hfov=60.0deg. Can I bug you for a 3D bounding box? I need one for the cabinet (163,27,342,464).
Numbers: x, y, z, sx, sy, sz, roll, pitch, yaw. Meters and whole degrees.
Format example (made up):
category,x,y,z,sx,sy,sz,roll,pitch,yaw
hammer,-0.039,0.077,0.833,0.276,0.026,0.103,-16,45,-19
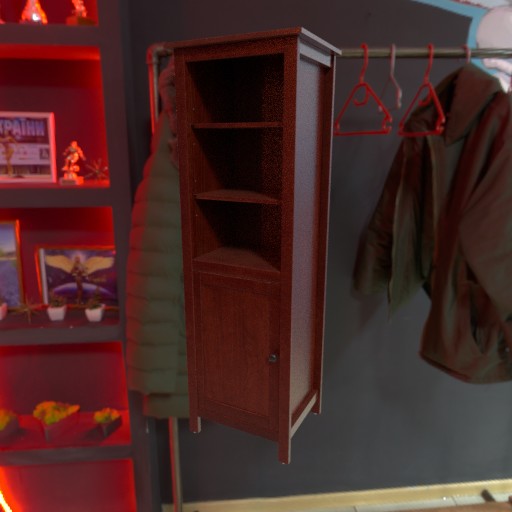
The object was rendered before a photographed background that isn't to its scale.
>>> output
category,x,y,z,sx,sy,sz,roll,pitch,yaw
cabinet,0.000,0.000,1.751,0.500,1.518,0.401,7,16,26
